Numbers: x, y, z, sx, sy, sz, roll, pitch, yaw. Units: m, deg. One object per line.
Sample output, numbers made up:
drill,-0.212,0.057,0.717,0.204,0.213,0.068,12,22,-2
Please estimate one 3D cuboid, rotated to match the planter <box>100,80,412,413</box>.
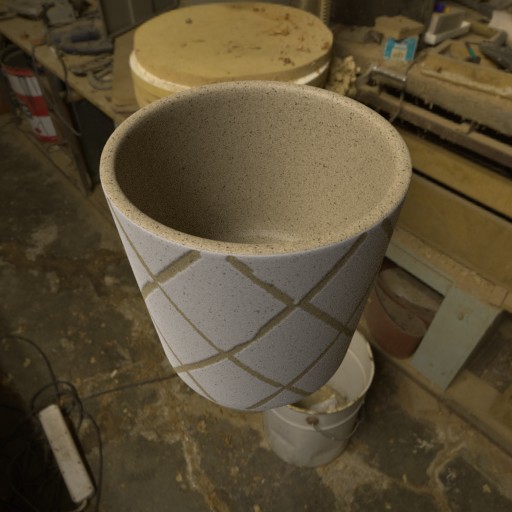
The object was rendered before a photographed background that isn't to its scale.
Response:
planter,0.000,0.000,0.414,0.228,0.235,0.228,0,46,0
